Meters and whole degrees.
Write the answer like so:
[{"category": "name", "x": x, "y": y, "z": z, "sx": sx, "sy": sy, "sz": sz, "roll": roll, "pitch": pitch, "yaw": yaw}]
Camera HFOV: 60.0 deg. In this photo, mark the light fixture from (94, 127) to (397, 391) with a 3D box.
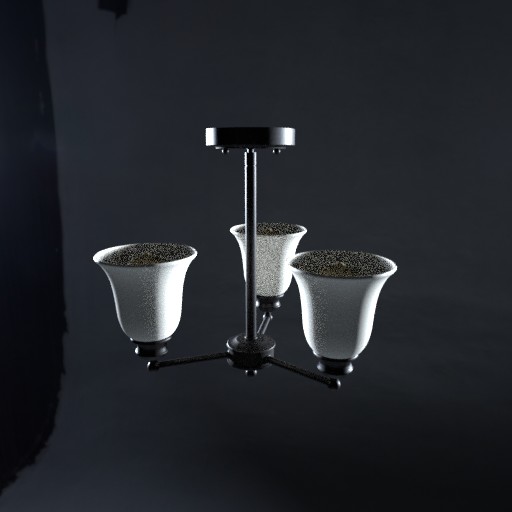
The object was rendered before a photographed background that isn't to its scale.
[{"category": "light fixture", "x": 0.000, "y": 0.000, "z": 0.679, "sx": 0.388, "sy": 0.370, "sz": 0.354, "roll": 3, "pitch": 14, "yaw": 11}]
